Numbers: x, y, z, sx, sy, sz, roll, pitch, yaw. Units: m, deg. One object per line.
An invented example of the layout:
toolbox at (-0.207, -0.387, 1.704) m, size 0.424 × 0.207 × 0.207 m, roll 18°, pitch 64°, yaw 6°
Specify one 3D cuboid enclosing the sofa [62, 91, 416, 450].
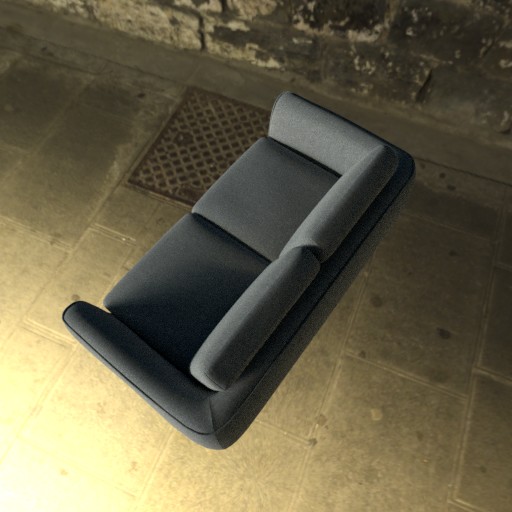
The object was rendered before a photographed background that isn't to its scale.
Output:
sofa at (0.000, 0.000, 2.223) m, size 0.920 × 0.870 × 1.700 m, roll 34°, pitch 68°, yaw 16°
